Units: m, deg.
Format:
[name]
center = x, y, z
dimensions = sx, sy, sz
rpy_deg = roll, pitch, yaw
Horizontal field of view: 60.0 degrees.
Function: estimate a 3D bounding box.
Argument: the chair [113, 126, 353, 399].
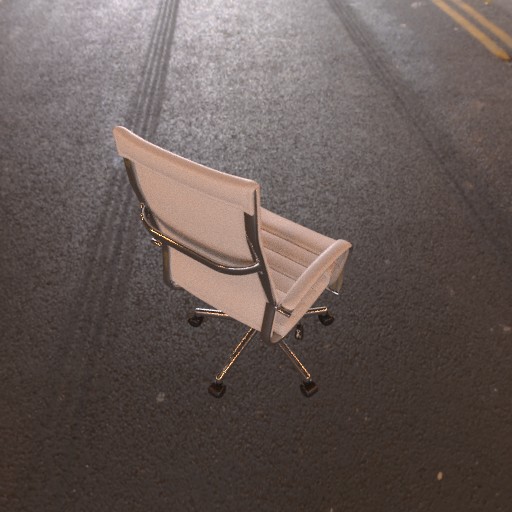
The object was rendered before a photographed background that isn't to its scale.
[chair]
center = 0.000, 0.000, 1.586
dimensions = 0.679, 1.149, 0.679
rpy_deg = 26, 51, 24
